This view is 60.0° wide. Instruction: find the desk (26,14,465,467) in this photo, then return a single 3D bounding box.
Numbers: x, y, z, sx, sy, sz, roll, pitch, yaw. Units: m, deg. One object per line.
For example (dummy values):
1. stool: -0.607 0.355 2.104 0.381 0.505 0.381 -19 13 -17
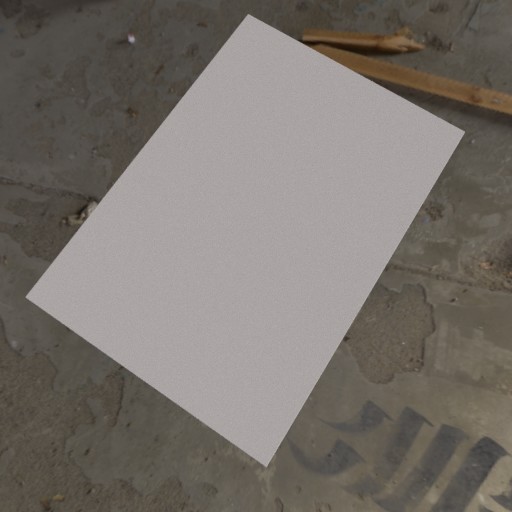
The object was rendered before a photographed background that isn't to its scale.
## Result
1. desk: 0.000 0.000 1.302 0.573 0.766 0.811 32 78 8
